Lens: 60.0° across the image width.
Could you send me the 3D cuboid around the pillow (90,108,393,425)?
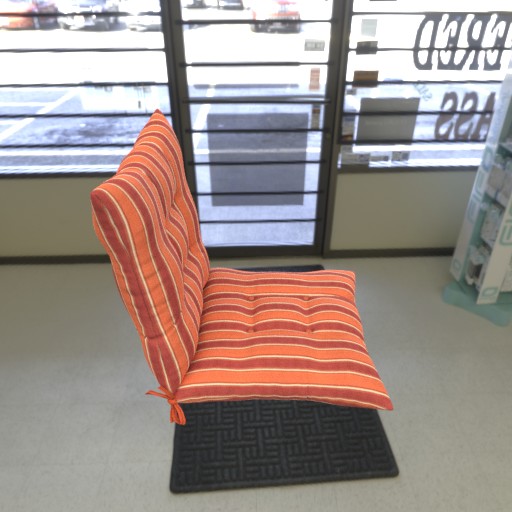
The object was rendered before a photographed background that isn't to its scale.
[{"bbox_3d":[0.000,0.000,1.014,0.585,0.536,0.541,1,32,1],"label":"pillow"}]
